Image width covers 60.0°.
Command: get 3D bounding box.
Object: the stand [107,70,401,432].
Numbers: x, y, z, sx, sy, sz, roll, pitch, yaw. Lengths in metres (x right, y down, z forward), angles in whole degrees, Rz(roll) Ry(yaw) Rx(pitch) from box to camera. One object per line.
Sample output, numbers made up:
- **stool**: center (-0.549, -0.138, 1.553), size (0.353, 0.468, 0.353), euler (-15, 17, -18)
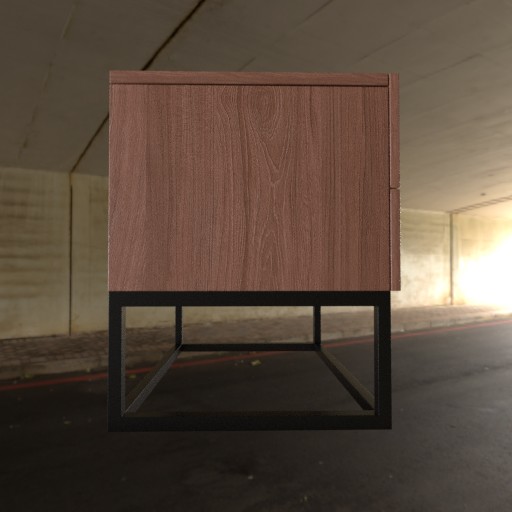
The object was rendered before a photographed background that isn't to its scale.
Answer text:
- **stand**: center (0.000, 0.000, 0.913), size (0.420, 0.500, 0.600), euler (0, -2, -1)
